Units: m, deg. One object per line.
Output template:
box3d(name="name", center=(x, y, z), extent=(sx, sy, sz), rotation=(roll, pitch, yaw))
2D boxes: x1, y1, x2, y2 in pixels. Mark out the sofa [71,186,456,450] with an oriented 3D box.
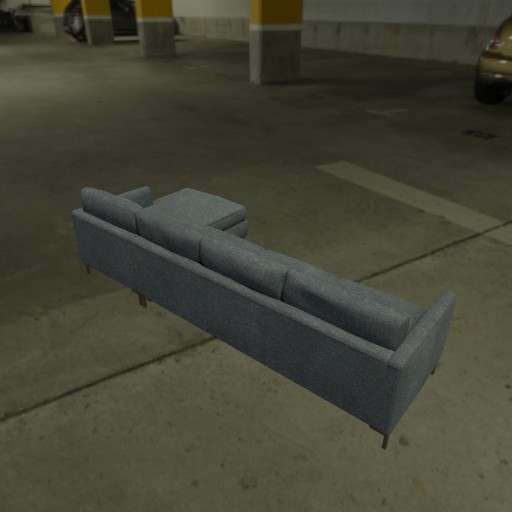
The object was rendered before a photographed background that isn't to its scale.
box3d(name="sofa", center=(0.000, 0.000, 3.409), extent=(2.932, 0.810, 1.350), rotation=(22, 36, 34))
